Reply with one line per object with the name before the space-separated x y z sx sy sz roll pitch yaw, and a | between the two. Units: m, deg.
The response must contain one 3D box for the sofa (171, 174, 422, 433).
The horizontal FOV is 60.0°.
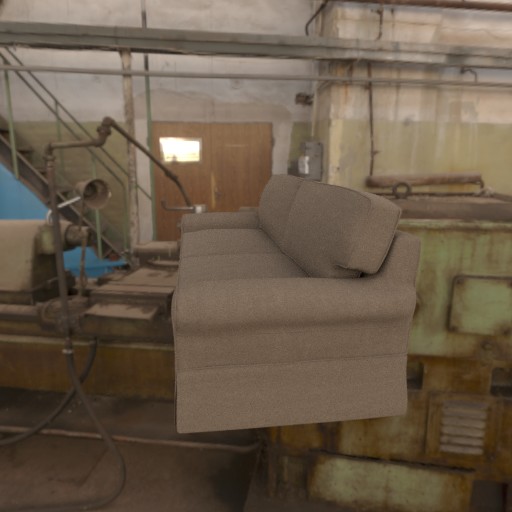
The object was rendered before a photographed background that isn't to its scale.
sofa | 0.000 0.000 2.715 0.991 0.943 2.248 -2 13 -8
